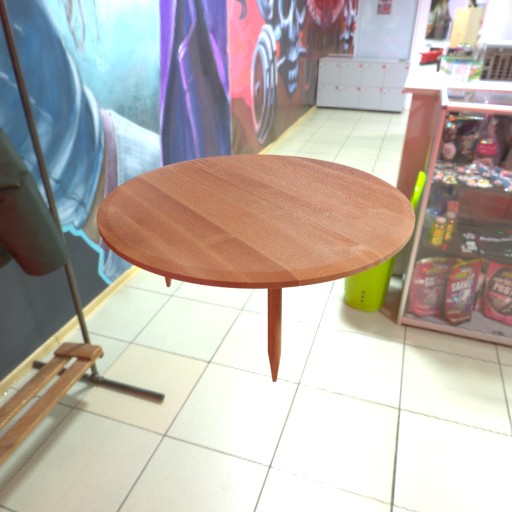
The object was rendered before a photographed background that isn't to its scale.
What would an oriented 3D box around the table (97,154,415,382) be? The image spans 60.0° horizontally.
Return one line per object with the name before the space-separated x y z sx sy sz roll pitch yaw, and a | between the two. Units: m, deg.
table | 0.000 0.000 1.407 0.900 0.400 0.900 0 30 0
